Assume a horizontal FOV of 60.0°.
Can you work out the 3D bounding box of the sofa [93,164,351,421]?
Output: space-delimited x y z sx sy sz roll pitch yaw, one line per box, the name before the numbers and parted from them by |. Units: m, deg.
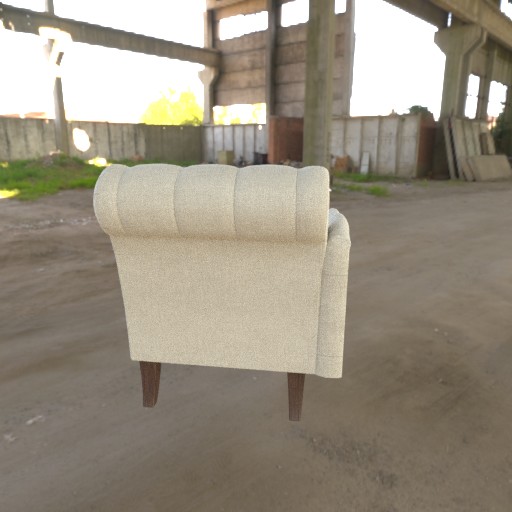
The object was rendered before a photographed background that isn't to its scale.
sofa | 0.000 0.000 1.796 0.675 0.787 1.379 2 15 8
